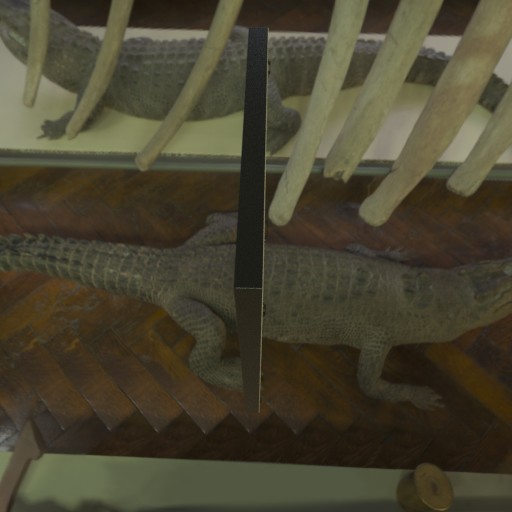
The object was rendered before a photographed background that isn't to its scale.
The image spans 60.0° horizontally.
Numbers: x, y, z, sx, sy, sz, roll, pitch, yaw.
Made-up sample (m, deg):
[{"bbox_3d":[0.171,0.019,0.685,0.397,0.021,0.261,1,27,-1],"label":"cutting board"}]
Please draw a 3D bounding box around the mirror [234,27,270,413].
[{"bbox_3d":[0.000,0.000,0.950,0.039,0.710,0.507,1,59,1],"label":"mirror"}]
